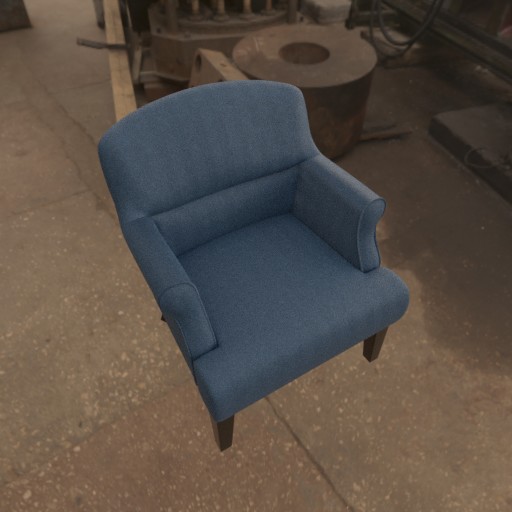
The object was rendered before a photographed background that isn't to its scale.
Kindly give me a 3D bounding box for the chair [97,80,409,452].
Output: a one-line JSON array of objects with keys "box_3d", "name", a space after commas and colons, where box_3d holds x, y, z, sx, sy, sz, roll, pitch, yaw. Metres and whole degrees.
[{"box_3d": [0.000, 0.000, 1.466, 0.770, 0.878, 0.754, -23, 49, -22], "name": "chair"}]
